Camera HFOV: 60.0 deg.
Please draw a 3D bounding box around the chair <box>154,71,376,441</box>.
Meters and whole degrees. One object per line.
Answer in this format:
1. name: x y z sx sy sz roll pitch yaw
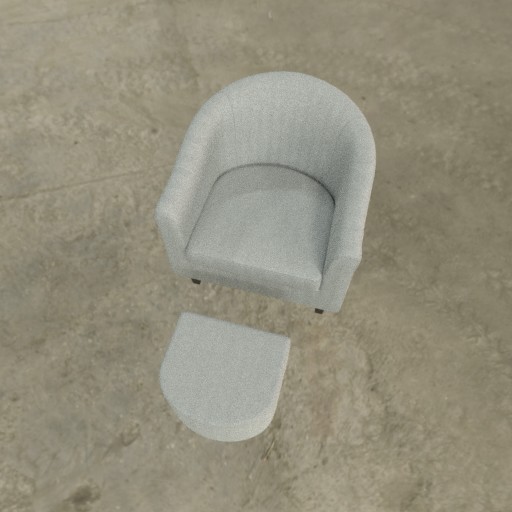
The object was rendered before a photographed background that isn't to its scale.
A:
1. chair: 0.000 0.000 1.726 0.756 0.757 1.288 13 59 8
